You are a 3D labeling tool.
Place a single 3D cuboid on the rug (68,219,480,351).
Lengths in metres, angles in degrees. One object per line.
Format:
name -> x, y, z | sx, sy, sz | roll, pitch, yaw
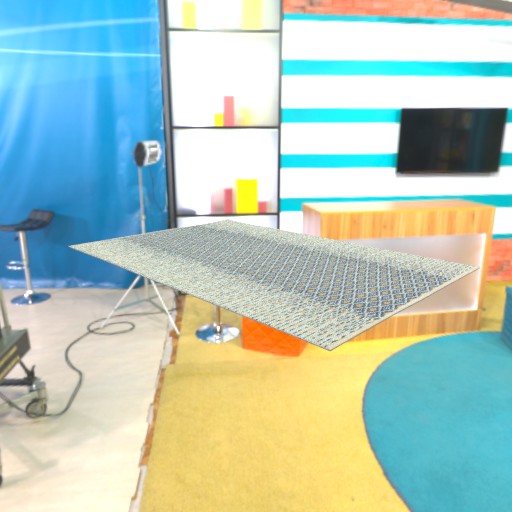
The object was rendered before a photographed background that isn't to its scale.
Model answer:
rug -> 0.000, 0.000, 2.335 | 1.828, 0.005, 1.219 | 14, 21, 43
